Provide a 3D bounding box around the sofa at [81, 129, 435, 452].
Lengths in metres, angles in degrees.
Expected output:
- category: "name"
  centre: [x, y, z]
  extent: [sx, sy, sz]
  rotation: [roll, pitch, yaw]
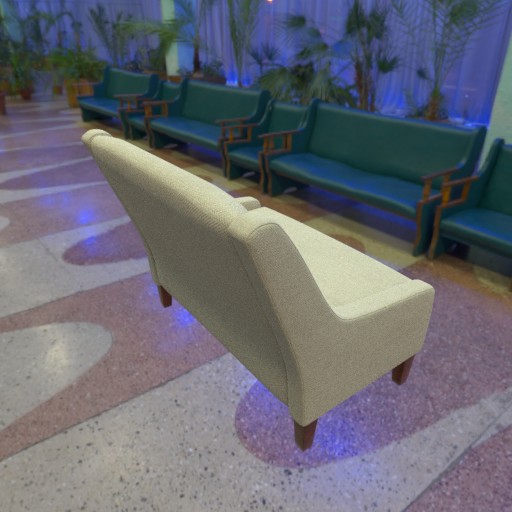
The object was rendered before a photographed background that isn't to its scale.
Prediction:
- category: "sofa"
  centre: [0.000, 0.000, 1.894]
  extent: [0.946, 0.976, 1.212]
  rotation: [-19, 34, -31]
